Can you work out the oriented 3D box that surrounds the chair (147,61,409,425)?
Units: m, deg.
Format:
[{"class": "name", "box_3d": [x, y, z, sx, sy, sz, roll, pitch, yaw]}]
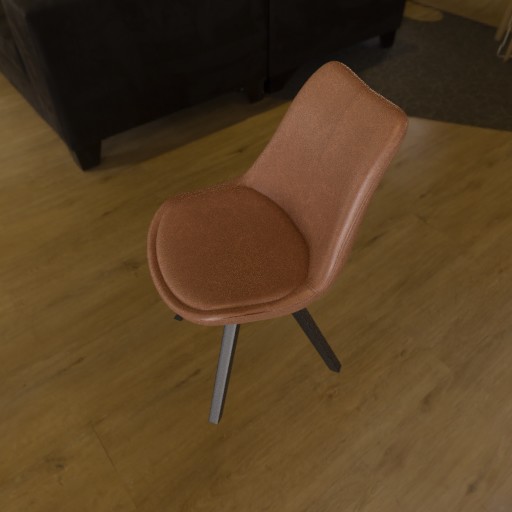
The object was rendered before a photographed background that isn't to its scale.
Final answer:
[{"class": "chair", "box_3d": [0.000, 0.000, 1.177, 0.550, 0.850, 0.475, -17, 49, -15]}]
